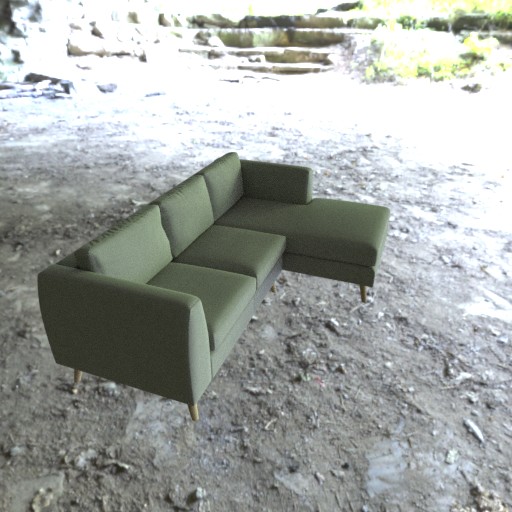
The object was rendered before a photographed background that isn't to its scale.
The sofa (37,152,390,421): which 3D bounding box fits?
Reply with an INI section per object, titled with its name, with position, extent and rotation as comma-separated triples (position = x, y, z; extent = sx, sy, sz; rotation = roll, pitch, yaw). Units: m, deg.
[sofa]
position = 0.000, 0.000, 3.066
extent = 1.580, 0.860, 2.300
rotation = 10, 31, 18
